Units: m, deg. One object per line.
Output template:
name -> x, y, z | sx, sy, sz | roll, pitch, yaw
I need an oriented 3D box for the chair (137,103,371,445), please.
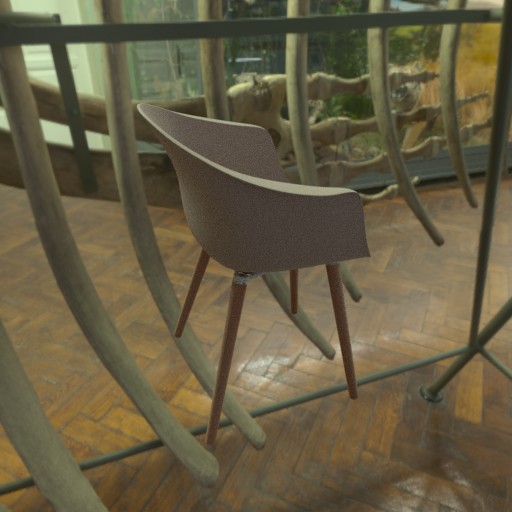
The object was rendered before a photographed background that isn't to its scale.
chair -> 0.000, 0.000, 1.162 | 0.504, 0.781, 0.593 | -10, 31, -17
